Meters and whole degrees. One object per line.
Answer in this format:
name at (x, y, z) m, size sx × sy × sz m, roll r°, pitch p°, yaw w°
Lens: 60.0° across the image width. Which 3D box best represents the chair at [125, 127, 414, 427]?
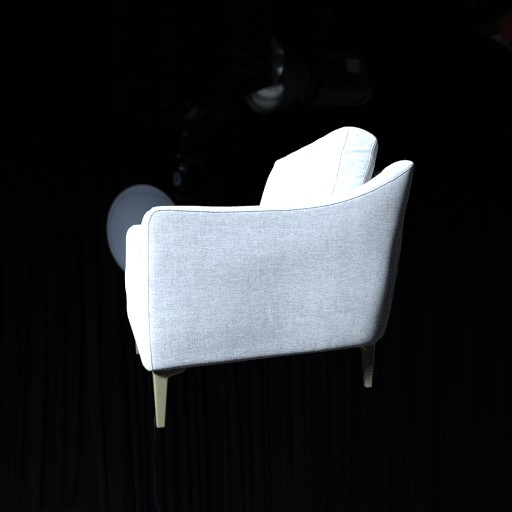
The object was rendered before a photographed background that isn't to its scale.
chair at (0.000, 0.000, 1.739) m, size 0.961 × 0.902 × 0.986 m, roll 0°, pitch 1°, yaw -19°
